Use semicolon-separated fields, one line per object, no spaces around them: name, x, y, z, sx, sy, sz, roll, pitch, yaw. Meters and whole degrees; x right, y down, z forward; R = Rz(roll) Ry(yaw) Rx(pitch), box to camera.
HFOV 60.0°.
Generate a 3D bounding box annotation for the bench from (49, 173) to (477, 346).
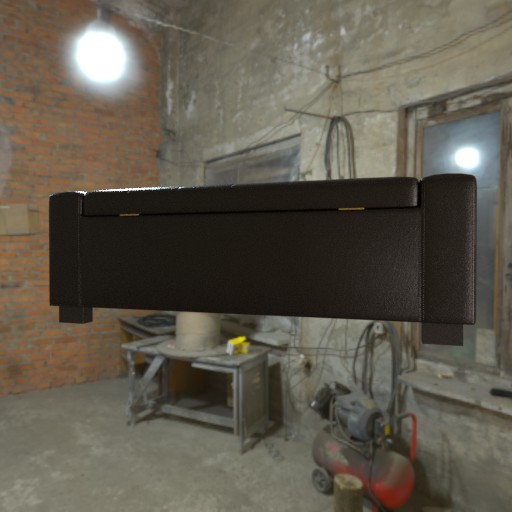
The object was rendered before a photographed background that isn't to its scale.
bench;0.000;0.000;1.519;1.296;0.445;0.508;0;1;17
